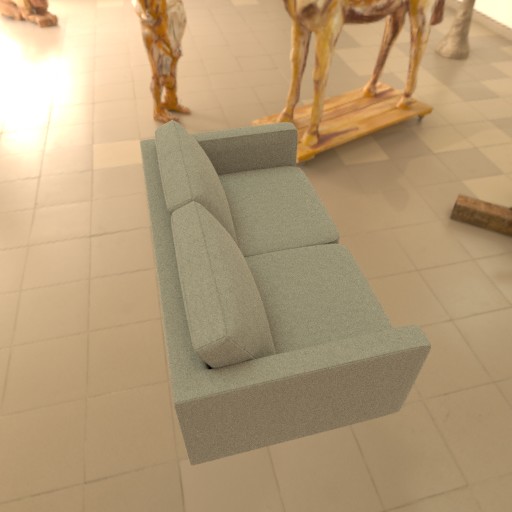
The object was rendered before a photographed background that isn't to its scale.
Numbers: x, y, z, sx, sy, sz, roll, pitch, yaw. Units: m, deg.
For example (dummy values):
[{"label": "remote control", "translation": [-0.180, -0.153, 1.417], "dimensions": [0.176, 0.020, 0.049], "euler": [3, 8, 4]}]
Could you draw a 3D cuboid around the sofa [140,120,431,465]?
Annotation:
[{"label": "sofa", "translation": [0.000, 0.000, 2.328], "dimensions": [1.000, 0.900, 1.731], "euler": [-10, 46, -10]}]
